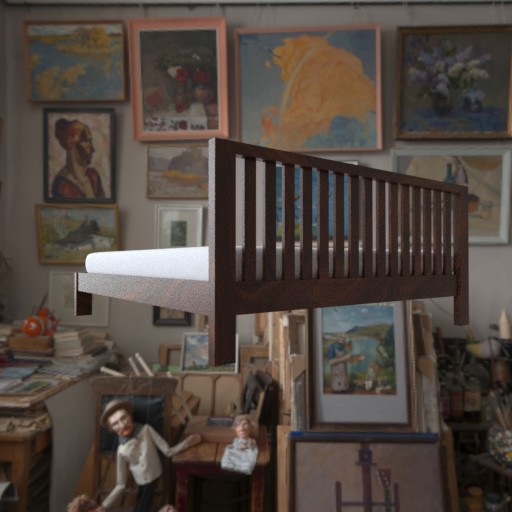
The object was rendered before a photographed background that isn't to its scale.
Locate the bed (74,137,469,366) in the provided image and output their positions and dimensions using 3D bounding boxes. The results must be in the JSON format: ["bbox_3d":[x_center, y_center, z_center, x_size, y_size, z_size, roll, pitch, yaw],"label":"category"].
[{"bbox_3d":[0.000,0.000,3.102,1.905,0.890,2.030,1,-1,-37],"label":"bed"}]
